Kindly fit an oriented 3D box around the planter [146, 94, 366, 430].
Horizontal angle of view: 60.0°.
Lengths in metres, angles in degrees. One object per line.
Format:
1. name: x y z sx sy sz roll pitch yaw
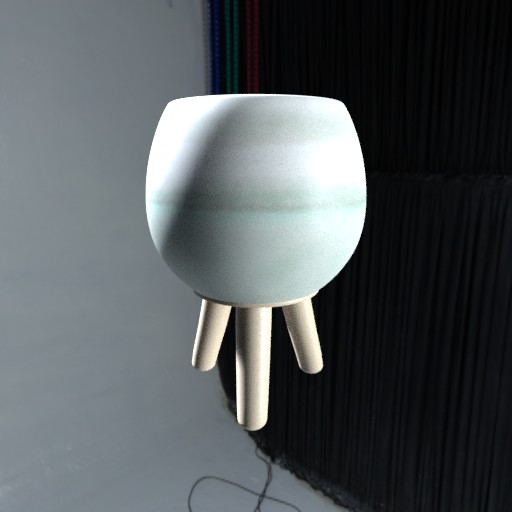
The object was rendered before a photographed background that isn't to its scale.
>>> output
1. planter: 0.000 0.000 0.344 0.161 0.224 0.161 0 13 0
